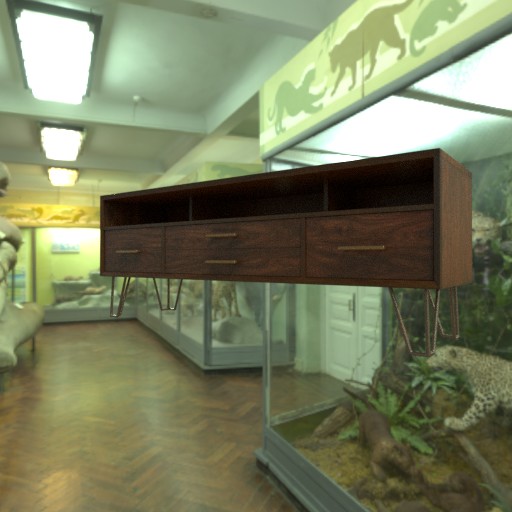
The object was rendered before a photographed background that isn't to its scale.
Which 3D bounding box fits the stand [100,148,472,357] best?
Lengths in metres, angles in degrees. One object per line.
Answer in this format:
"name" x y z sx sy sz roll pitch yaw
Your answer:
"stand" 0.000 0.000 1.922 1.626 0.610 0.481 0 0 36
